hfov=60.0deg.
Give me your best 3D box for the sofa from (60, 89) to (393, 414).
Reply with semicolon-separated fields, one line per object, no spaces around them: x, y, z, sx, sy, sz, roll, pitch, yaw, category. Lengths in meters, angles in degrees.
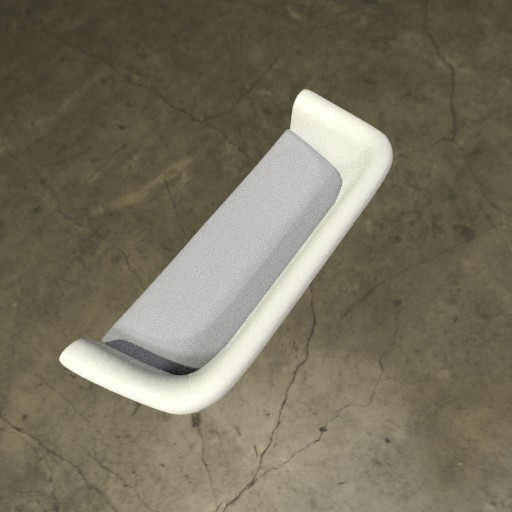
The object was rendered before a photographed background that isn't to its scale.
0.000;0.000;2.575;0.827;0.795;2.160;33;69;15;sofa
